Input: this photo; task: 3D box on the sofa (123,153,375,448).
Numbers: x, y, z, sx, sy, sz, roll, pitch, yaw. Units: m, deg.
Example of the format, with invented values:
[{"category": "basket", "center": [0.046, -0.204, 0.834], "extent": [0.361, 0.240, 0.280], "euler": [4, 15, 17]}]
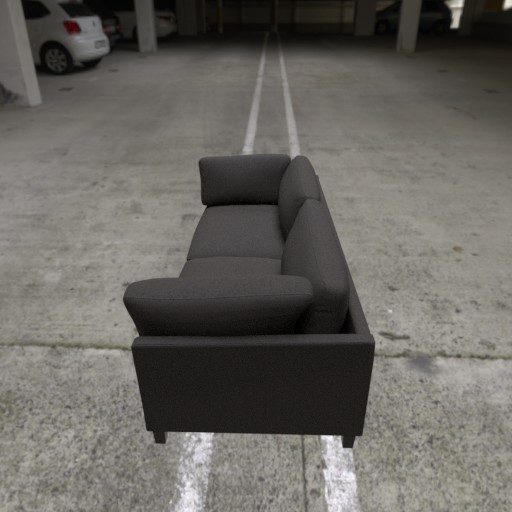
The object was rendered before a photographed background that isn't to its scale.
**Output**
[{"category": "sofa", "center": [0.000, 0.000, 2.765], "extent": [0.969, 0.792, 2.312], "euler": [1, 26, 1]}]
